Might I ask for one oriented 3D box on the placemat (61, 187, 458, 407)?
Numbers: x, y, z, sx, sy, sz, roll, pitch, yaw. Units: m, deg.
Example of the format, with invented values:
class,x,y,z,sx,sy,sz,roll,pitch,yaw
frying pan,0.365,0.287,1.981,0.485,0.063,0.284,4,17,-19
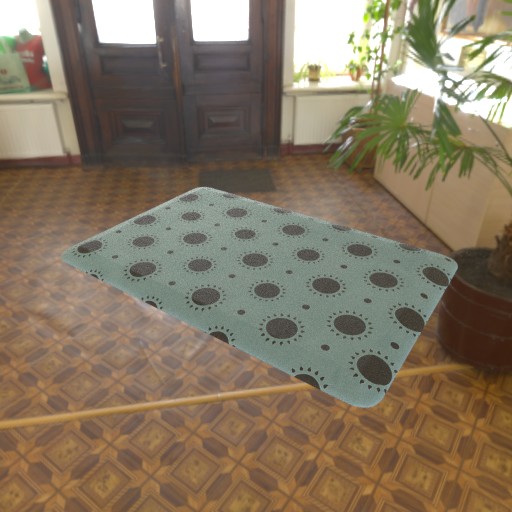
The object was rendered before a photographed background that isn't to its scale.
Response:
class,x,y,z,sx,sy,sz,roll,pitch,yaw
placemat,0.000,0.000,0.991,0.762,0.021,0.508,20,36,29
